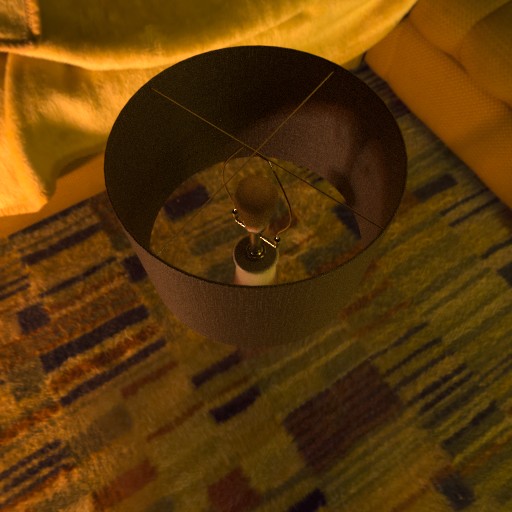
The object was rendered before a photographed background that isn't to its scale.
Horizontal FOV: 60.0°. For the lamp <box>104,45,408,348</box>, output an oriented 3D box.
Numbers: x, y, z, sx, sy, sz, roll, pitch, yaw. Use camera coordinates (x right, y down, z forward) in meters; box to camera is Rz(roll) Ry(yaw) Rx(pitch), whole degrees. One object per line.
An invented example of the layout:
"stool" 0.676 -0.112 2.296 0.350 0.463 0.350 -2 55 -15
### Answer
"lamp" 0.000 0.000 0.663 0.303 0.488 0.303 0 64 0
